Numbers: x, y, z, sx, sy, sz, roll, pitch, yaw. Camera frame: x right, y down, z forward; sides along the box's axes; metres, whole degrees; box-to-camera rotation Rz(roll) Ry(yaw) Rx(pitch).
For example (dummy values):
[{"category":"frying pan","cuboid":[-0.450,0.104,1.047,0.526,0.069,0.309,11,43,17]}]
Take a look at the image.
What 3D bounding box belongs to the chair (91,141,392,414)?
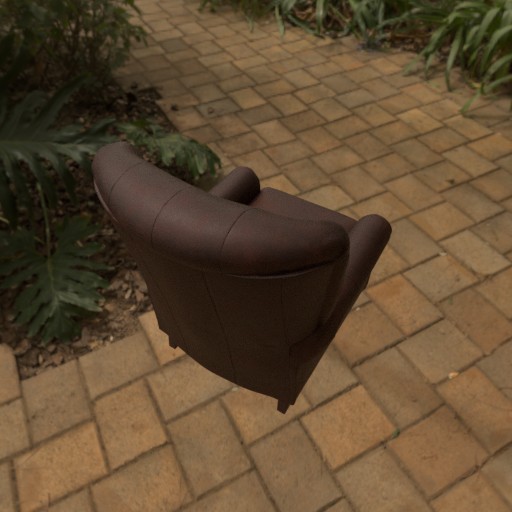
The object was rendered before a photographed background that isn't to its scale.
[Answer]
[{"category":"chair","cuboid":[0.000,0.000,1.912,0.948,1.158,1.058,24,50,22]}]
